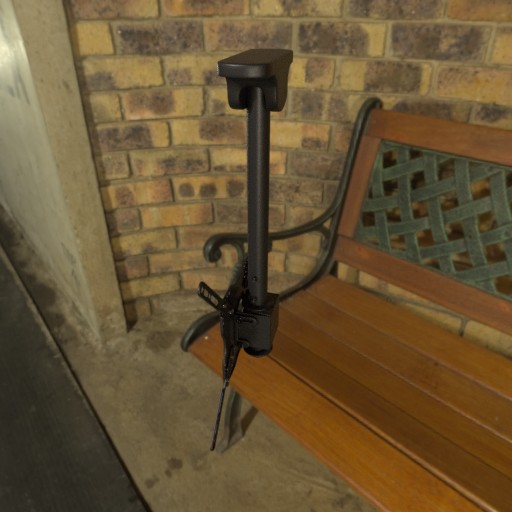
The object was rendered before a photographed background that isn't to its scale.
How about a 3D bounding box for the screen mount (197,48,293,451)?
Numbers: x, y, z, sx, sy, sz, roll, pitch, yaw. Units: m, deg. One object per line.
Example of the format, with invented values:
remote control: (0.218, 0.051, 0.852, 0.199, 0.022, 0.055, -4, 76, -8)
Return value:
screen mount: (0.000, 0.000, 0.878, 0.090, 0.729, 0.393, 8, 31, 13)
